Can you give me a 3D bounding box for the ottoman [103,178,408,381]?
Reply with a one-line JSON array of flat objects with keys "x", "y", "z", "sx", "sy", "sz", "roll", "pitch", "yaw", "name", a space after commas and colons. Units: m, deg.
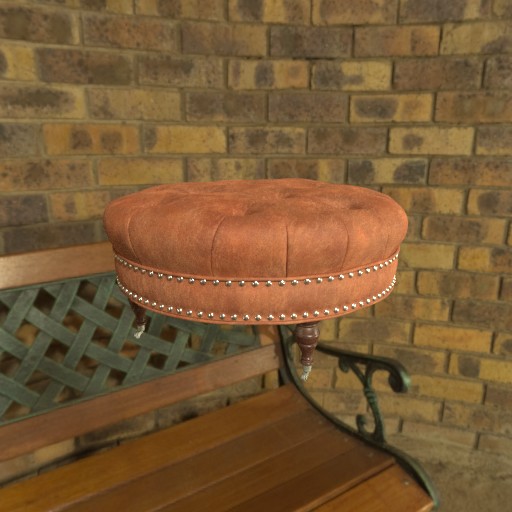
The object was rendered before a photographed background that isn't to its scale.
[{"x": 0.000, "y": 0.000, "z": 1.399, "sx": 0.901, "sy": 0.444, "sz": 0.901, "roll": 0, "pitch": 15, "yaw": 0, "name": "ottoman"}]
